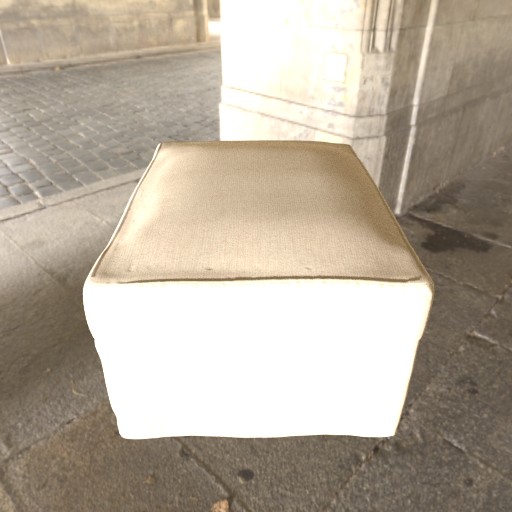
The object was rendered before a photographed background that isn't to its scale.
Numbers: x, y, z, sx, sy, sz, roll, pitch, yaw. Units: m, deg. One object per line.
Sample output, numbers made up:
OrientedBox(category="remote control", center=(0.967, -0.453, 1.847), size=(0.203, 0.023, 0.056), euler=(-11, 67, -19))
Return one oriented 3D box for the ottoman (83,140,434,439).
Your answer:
OrientedBox(category="ottoman", center=(0.000, 0.000, 1.227), size=(0.650, 0.485, 0.833), euler=(0, 32, 0))
